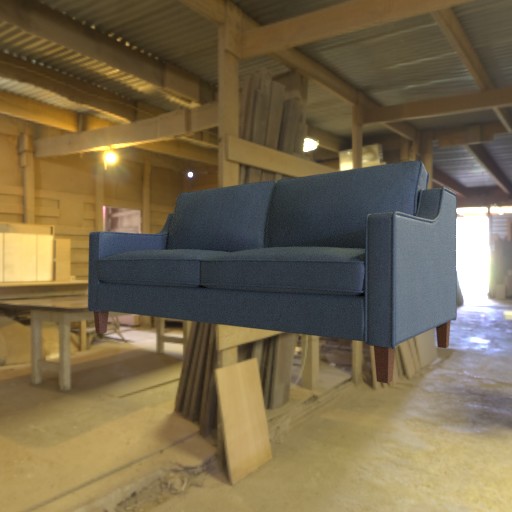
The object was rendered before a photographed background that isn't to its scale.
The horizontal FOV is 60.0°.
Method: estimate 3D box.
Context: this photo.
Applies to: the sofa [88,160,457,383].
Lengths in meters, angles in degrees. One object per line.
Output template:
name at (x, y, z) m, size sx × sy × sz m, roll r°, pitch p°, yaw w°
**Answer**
sofa at (0.000, 0.000, 2.845) m, size 2.178 × 1.071 × 1.066 m, roll 0°, pitch -1°, yaw 37°
